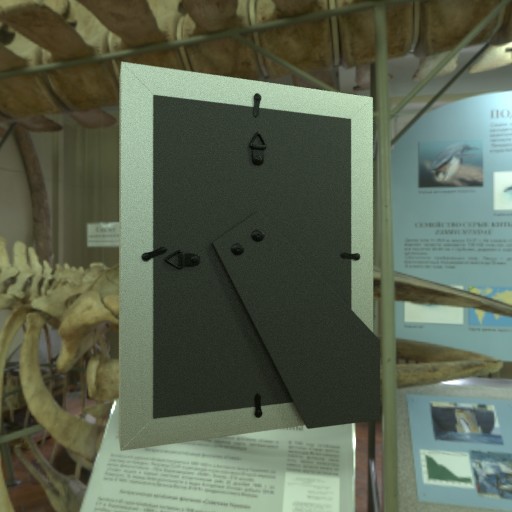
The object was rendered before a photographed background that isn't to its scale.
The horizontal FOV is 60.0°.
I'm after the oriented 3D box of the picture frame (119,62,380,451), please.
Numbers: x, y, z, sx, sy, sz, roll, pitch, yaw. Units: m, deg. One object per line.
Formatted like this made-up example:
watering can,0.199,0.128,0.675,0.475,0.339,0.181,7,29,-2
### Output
picture frame,0.000,0.000,0.269,0.157,0.208,0.028,0,0,-20
